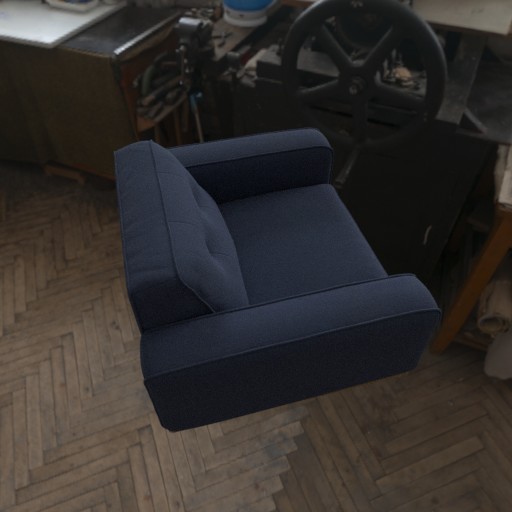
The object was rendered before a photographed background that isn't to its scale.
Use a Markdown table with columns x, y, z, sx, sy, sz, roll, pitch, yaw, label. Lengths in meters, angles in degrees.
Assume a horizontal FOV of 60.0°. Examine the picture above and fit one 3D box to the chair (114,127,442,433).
| x | y | z | sx | sy | sz | roll | pitch | yaw | label |
| --- | --- | --- | --- | --- | --- | --- | --- | --- | --- |
| 0.000 | 0.000 | 1.784 | 0.953 | 0.783 | 1.118 | -12 | 49 | -10 | chair |
